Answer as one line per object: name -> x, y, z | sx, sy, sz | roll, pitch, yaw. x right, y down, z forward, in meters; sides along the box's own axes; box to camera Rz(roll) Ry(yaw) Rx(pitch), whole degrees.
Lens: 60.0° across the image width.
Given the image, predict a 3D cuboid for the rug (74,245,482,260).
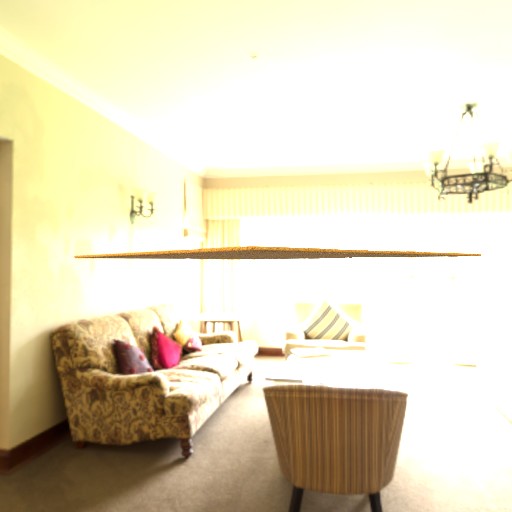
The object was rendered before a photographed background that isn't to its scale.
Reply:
rug -> 0.000, 0.000, 4.147 | 2.438, 0.029, 3.047 | 1, -1, -38
